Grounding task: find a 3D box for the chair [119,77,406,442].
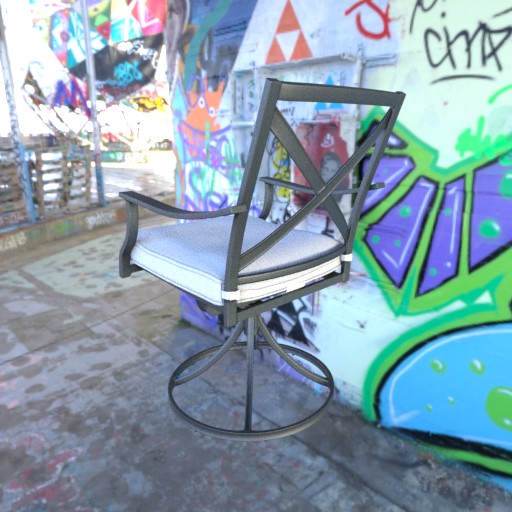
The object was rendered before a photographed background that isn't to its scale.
[{"bbox_3d":[0.000,0.000,1.282,0.575,0.889,0.620,-15,22,-42],"label":"chair"}]
